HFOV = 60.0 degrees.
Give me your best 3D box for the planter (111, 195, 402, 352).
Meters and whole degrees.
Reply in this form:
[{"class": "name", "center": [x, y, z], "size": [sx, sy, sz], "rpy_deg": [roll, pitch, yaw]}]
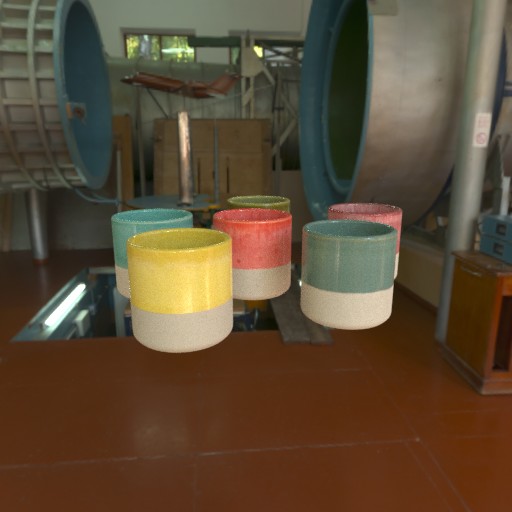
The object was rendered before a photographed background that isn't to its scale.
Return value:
[{"class": "planter", "center": [0.000, 0.000, 0.417], "size": [0.257, 0.075, 0.286], "rpy_deg": [8, 17, 28]}]
